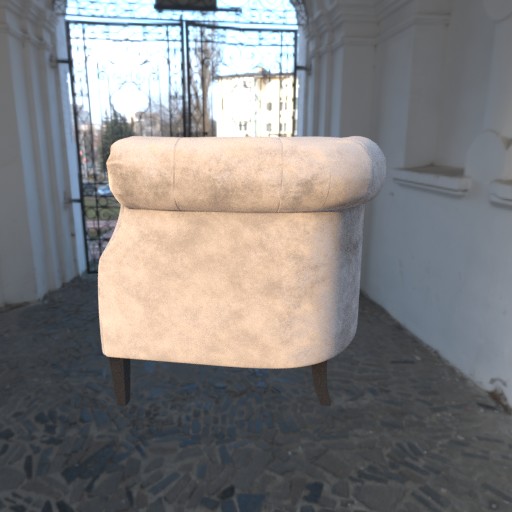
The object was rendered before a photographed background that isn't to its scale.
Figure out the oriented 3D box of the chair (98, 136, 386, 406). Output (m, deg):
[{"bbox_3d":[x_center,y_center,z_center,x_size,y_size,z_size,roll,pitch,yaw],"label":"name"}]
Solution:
[{"bbox_3d":[0.000,0.000,1.586,0.851,0.826,0.904,2,15,9],"label":"chair"}]
